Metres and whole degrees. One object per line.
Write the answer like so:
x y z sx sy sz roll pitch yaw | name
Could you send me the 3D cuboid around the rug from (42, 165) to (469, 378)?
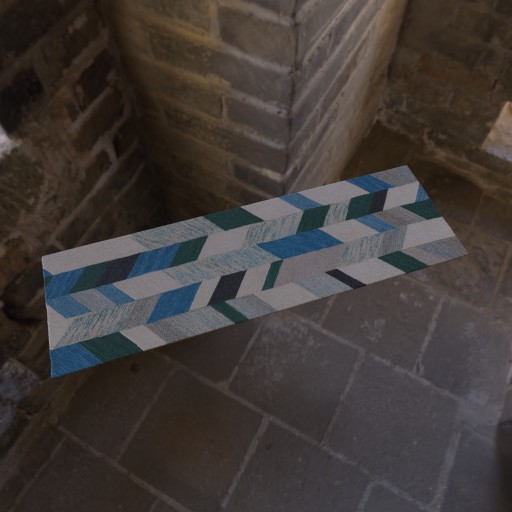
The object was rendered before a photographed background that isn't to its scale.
0.000 0.000 2.650 2.437 0.008 0.774 -15 59 -9 | rug
